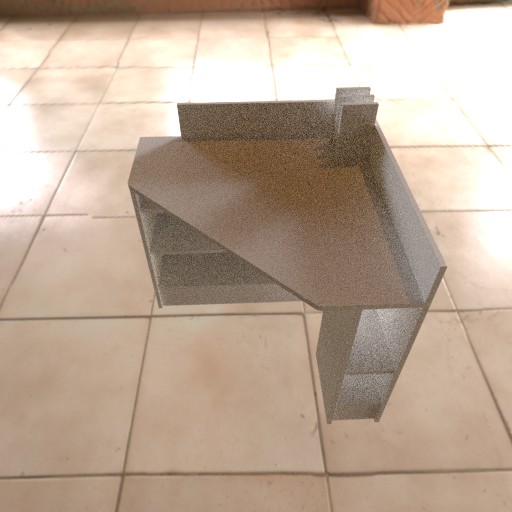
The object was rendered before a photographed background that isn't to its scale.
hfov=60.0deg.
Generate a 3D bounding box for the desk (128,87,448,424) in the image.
[{"bbox_3d":[0.000,0.000,1.741,0.940,0.986,0.940,-2,45,-2],"label":"desk"}]
